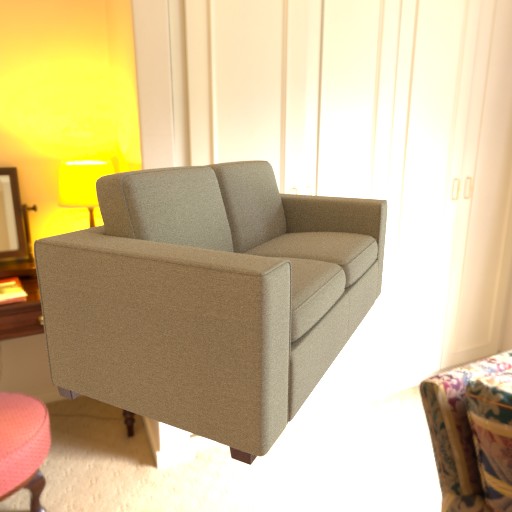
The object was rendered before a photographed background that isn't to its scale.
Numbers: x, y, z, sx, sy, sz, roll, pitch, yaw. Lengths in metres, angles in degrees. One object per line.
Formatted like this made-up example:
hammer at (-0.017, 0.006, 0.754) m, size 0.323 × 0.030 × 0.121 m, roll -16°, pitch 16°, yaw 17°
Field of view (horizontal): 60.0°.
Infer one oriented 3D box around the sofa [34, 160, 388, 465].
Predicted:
sofa at (0.000, 0.000, 2.312) m, size 1.007 × 0.924 × 1.812 m, roll 7°, pitch 16°, yaw 26°
